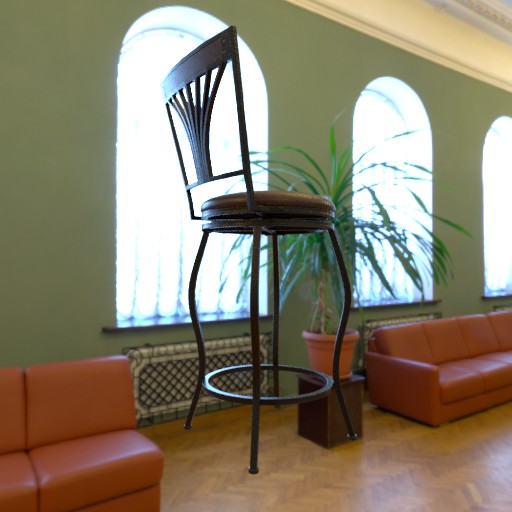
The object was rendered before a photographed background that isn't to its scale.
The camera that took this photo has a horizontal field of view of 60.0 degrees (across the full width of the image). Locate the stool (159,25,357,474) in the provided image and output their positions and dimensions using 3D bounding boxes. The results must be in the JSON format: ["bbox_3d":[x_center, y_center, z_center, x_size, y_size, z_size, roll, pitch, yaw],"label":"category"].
[{"bbox_3d":[0.000,0.000,1.377,0.514,1.117,0.433,1,-1,-36],"label":"stool"}]
